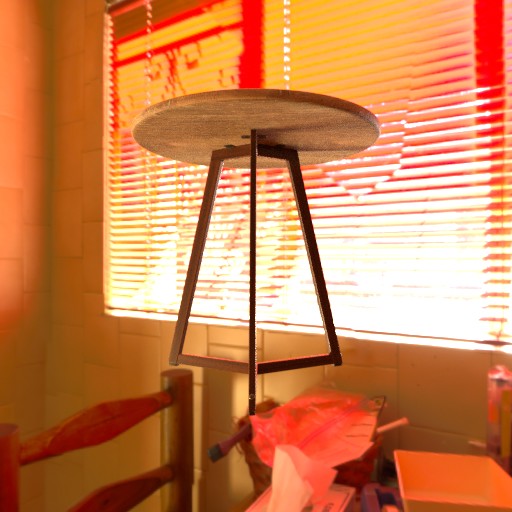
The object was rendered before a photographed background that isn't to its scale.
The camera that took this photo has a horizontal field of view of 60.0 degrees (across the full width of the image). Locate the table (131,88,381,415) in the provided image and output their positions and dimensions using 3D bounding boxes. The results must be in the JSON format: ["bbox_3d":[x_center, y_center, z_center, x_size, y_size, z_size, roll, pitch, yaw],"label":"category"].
[{"bbox_3d":[0.000,0.000,0.916,0.500,0.500,0.500,0,-1,0],"label":"table"}]
